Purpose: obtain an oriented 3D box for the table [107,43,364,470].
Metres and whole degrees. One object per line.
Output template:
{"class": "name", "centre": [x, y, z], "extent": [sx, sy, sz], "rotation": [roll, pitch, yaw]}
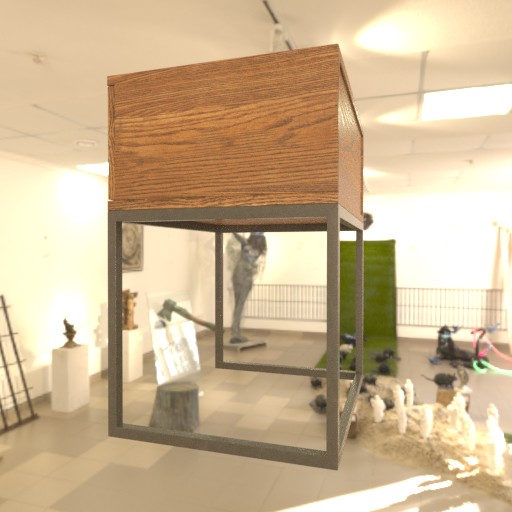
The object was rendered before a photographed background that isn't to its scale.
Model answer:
{"class": "table", "centre": [0.000, 0.000, 0.922], "extent": [0.400, 0.610, 0.482], "rotation": [0, 1, 18]}
